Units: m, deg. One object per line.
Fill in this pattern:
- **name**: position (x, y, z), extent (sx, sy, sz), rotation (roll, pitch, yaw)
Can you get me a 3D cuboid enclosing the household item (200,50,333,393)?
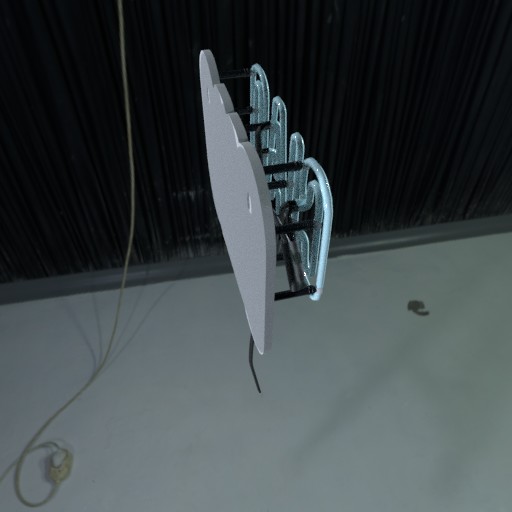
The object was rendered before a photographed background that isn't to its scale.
- **household item**: position (0.000, 0.000, 0.384), extent (0.042, 0.294, 0.211), rotation (-10, 47, -10)
